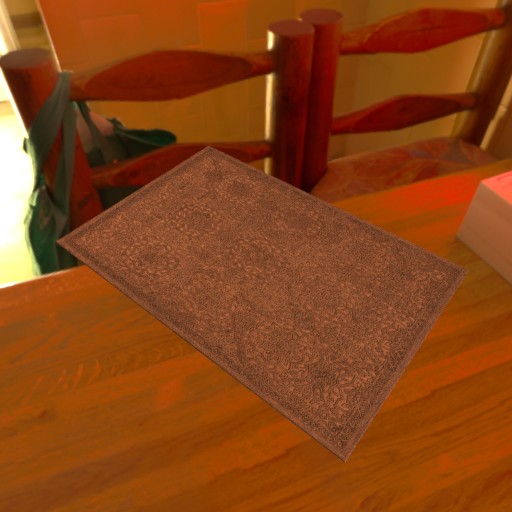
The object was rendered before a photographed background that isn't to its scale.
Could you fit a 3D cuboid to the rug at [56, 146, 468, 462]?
[{"bbox_3d":[0.000,0.000,2.341,1.819,0.012,1.208,30,54,26],"label":"rug"}]
